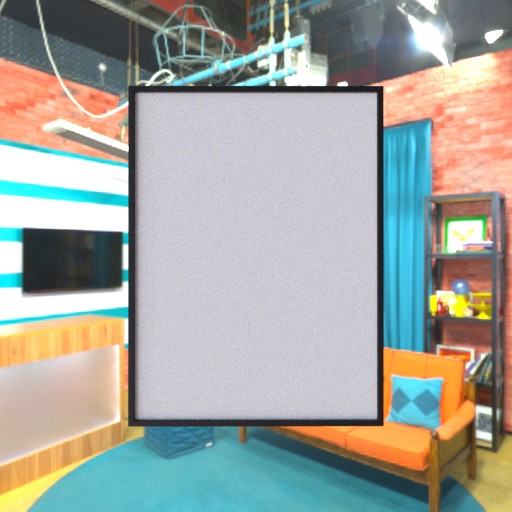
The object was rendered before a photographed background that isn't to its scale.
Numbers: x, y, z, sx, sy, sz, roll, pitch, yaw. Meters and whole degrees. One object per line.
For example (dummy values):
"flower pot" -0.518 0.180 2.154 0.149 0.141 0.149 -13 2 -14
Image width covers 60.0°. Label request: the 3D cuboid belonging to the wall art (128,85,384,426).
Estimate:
"wall art" 0.000 0.000 1.409 0.802 1.070 0.036 0 0 0
